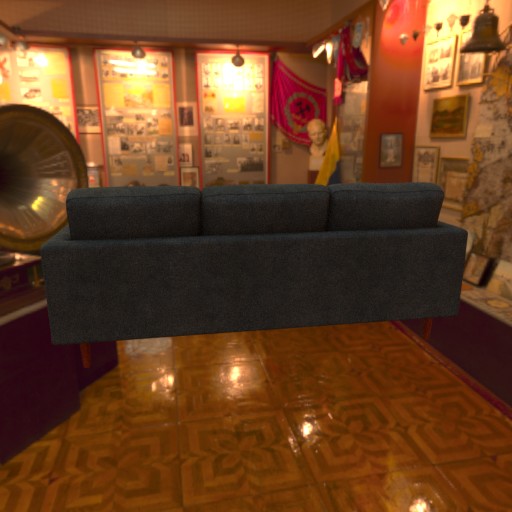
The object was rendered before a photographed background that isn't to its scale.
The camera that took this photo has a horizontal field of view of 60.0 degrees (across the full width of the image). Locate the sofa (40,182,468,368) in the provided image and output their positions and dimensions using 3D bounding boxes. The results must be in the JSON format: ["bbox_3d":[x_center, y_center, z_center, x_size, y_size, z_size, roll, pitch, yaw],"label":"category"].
[{"bbox_3d":[0.000,0.000,2.726,2.246,0.930,0.903,-3,15,-9],"label":"sofa"}]
